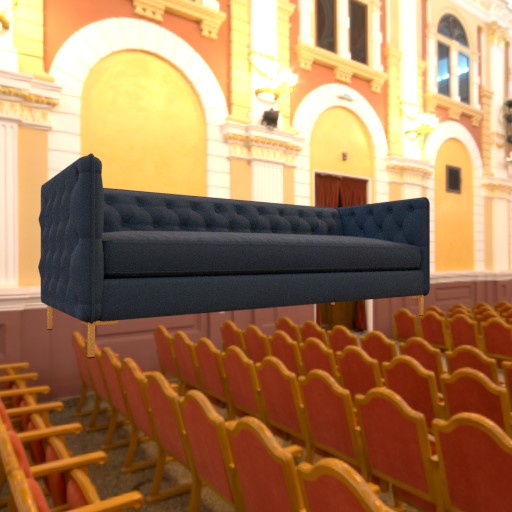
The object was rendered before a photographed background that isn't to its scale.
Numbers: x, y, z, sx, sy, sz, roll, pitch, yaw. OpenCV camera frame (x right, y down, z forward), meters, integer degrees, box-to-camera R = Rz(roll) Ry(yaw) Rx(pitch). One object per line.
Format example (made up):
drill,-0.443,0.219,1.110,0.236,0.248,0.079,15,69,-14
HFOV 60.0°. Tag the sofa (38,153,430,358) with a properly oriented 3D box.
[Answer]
sofa,0.000,0.000,2.596,2.209,0.771,0.895,0,0,-35
